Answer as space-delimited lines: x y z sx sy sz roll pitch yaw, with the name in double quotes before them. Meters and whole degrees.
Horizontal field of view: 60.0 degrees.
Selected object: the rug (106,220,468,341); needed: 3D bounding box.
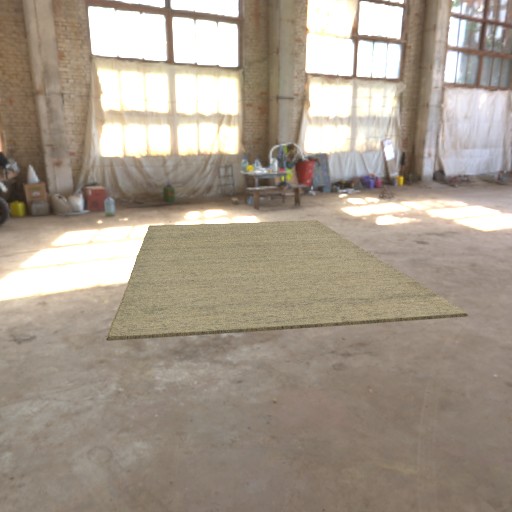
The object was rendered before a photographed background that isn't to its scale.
"rug" 0.000 0.000 2.343 1.243 0.014 1.846 -2 15 -9
